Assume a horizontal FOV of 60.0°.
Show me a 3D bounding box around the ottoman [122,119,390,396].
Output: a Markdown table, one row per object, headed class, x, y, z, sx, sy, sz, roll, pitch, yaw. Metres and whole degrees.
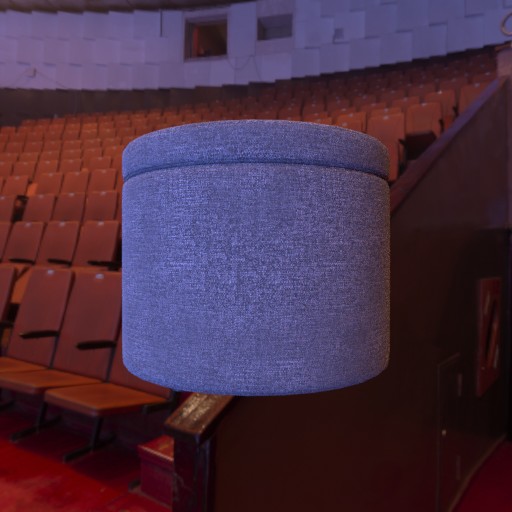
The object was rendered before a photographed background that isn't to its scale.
| class | x | y | z | sx | sy | sz | roll | pitch | yaw |
| --- | --- | --- | --- | --- | --- | --- | --- | --- | --- |
| ottoman | 0.000 | 0.000 | 0.864 | 0.500 | 0.419 | 0.500 | 0 | 0 | 0 |
